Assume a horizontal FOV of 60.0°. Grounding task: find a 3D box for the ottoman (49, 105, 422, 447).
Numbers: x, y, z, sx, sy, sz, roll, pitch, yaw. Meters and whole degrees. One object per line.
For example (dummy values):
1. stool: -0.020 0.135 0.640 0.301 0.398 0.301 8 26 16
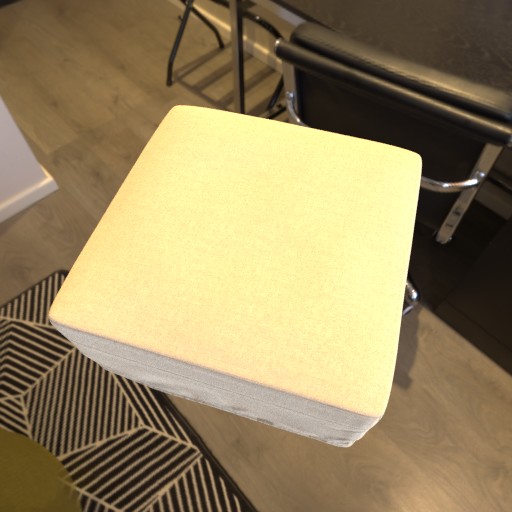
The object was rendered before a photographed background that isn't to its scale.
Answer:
1. ottoman: 0.000 0.000 1.346 0.840 0.436 0.843 14 59 9
